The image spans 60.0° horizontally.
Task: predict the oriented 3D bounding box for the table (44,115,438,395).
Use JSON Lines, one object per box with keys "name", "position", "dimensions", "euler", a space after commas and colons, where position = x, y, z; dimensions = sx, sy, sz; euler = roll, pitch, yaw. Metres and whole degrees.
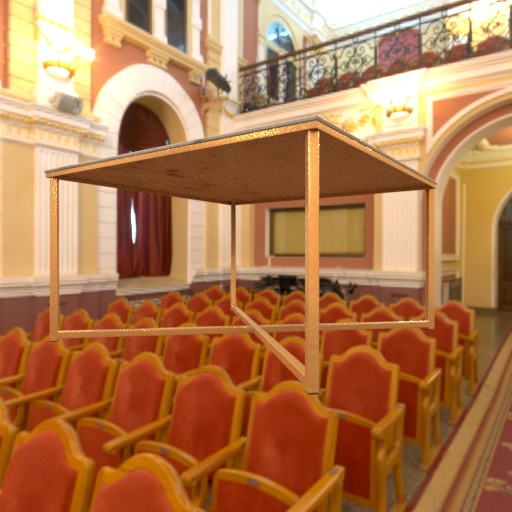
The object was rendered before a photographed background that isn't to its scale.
{"name": "table", "position": [0.000, 0.000, 1.261], "dimensions": [0.800, 0.450, 0.800], "euler": [0, 0, 35]}
